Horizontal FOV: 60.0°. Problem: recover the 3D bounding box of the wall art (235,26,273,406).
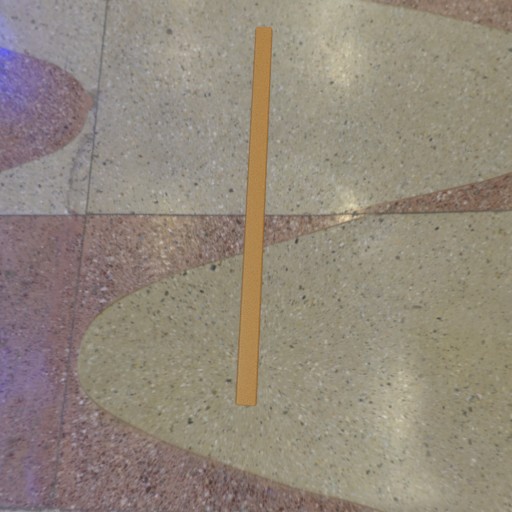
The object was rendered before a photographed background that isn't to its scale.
[{"bbox_3d":[0.000,0.000,0.767,0.022,0.553,0.452,2,76,1],"label":"wall art"}]
